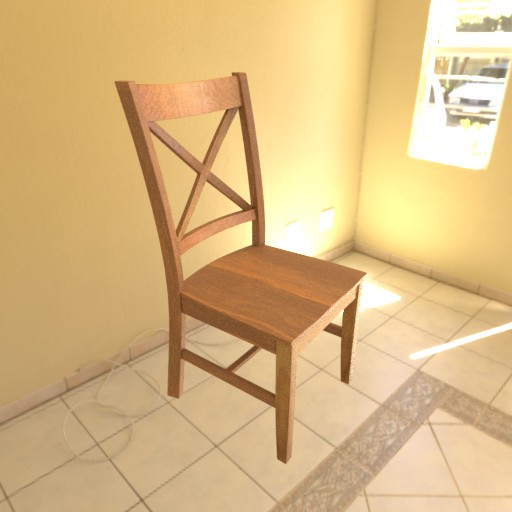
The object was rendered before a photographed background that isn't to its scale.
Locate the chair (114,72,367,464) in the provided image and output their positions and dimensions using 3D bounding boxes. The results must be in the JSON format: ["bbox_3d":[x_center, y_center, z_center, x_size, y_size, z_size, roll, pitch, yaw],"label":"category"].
[{"bbox_3d":[0.000,0.000,1.327,0.542,0.983,0.485,18,31,32],"label":"chair"}]
